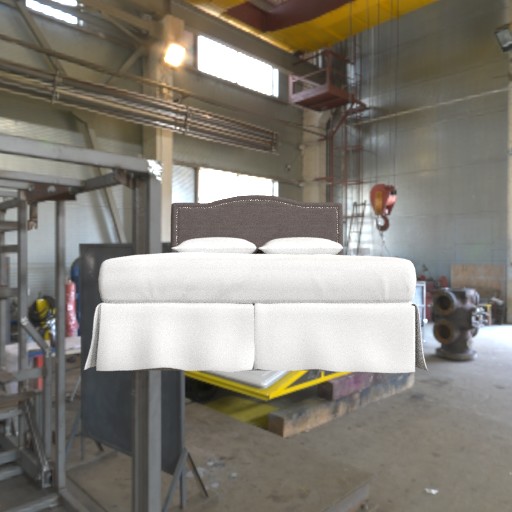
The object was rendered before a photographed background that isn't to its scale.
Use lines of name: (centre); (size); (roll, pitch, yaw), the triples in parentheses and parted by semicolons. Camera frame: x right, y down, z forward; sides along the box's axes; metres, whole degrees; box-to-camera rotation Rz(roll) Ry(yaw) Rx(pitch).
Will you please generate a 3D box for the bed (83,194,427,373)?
bed: (0.000, 0.000, 4.066); (2.161, 1.457, 2.689); (0, 0, 0)
